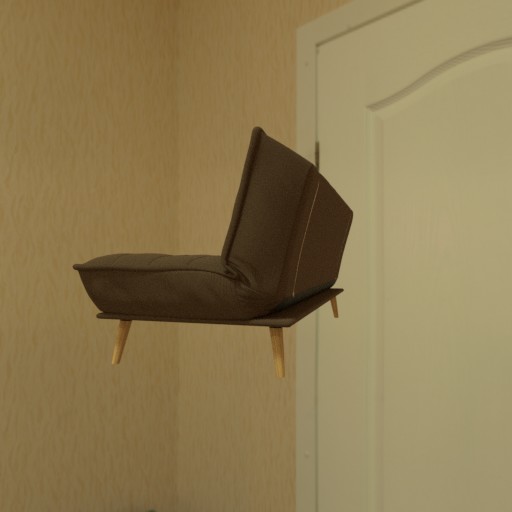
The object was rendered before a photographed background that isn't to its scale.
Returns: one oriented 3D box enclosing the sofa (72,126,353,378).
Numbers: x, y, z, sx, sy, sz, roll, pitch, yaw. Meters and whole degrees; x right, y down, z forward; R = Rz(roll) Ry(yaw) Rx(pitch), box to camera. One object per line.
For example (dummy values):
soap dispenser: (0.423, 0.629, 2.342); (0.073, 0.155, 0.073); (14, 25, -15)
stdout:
sofa: (0.000, 0.000, 2.529); (0.950, 0.890, 1.940); (0, 0, 17)
